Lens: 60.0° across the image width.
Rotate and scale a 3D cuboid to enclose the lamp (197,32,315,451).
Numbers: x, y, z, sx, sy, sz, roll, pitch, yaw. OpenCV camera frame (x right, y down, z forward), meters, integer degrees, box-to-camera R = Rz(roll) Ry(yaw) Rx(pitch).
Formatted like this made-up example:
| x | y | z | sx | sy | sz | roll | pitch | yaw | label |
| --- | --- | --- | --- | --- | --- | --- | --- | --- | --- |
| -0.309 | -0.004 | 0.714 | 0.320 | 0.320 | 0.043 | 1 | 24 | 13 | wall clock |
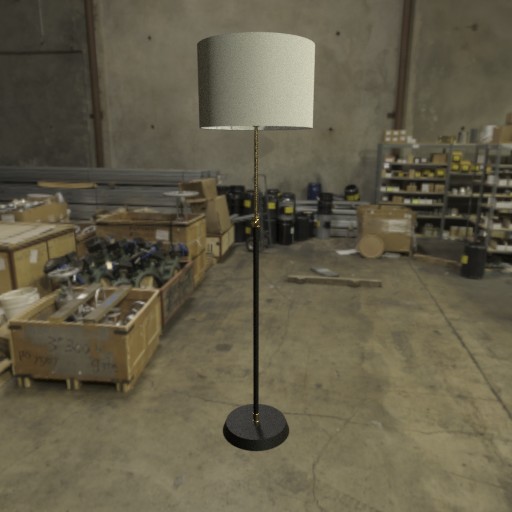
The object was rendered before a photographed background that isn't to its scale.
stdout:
| x | y | z | sx | sy | sz | roll | pitch | yaw | label |
| --- | --- | --- | --- | --- | --- | --- | --- | --- | --- |
| 0.000 | 0.000 | 1.705 | 0.404 | 1.517 | 0.404 | 2 | 14 | 9 | lamp |
